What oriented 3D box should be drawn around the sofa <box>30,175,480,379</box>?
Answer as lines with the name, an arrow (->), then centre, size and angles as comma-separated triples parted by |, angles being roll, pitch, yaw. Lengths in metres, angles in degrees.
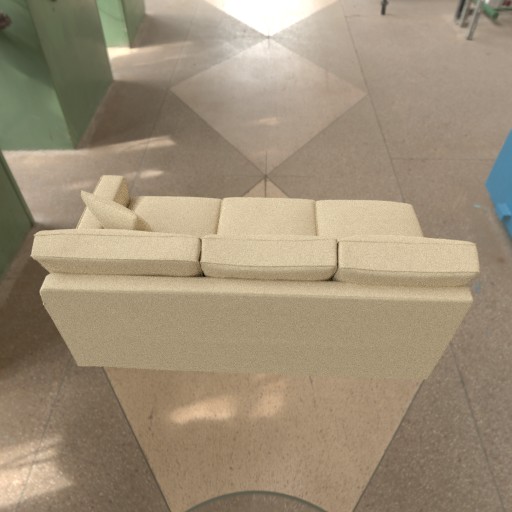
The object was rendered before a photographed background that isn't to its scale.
sofa -> 0.000, 0.000, 2.493 | 1.963, 0.946, 1.034 | 2, 46, 2
